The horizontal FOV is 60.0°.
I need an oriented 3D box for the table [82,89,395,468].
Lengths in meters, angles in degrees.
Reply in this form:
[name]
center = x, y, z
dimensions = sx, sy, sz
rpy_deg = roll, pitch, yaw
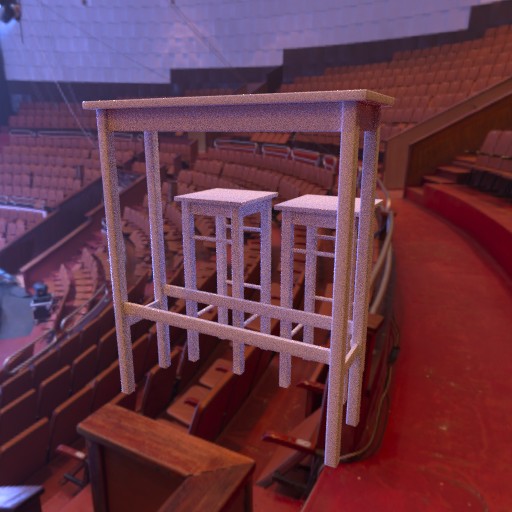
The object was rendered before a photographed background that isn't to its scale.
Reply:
[table]
center = 0.000, 0.000, 1.630
dimensions = 0.915, 1.065, 0.650
rpy_deg = 8, 18, 27
